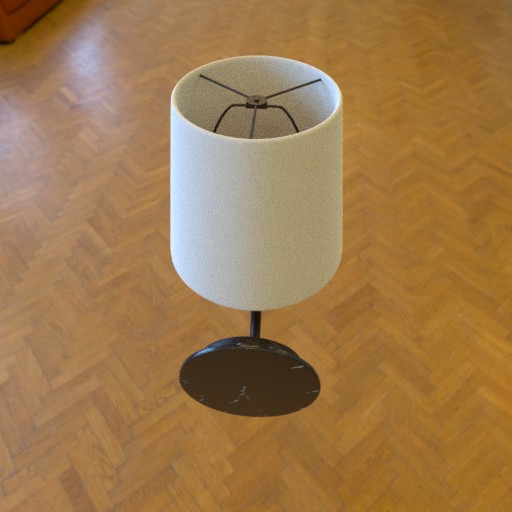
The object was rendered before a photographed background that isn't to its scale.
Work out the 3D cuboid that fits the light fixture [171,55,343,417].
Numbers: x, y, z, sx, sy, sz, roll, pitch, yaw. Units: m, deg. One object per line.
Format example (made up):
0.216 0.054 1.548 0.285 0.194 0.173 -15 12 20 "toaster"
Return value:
0.000 0.000 0.444 0.168 0.337 0.188 3 47 3 "light fixture"
